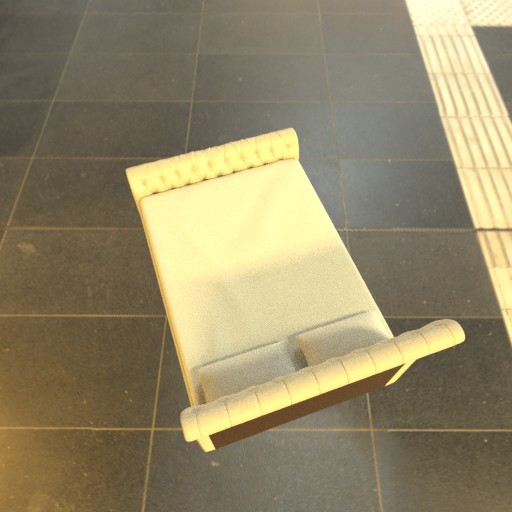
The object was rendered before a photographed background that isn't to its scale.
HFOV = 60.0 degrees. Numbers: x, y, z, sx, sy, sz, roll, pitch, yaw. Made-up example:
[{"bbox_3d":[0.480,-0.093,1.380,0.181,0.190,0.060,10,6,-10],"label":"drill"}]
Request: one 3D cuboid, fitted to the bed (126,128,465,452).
[{"bbox_3d":[0.000,0.000,3.444,1.606,1.268,2.493,-17,60,-10],"label":"bed"}]
